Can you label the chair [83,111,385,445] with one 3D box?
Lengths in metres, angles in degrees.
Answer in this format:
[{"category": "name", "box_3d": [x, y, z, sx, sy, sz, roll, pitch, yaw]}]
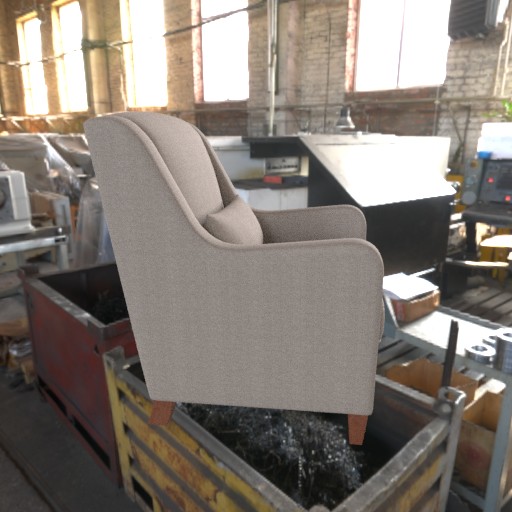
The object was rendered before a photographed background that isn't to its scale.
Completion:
[{"category": "chair", "box_3d": [0.000, 0.000, 1.638, 0.890, 1.017, 0.715, 2, 16, 9]}]
